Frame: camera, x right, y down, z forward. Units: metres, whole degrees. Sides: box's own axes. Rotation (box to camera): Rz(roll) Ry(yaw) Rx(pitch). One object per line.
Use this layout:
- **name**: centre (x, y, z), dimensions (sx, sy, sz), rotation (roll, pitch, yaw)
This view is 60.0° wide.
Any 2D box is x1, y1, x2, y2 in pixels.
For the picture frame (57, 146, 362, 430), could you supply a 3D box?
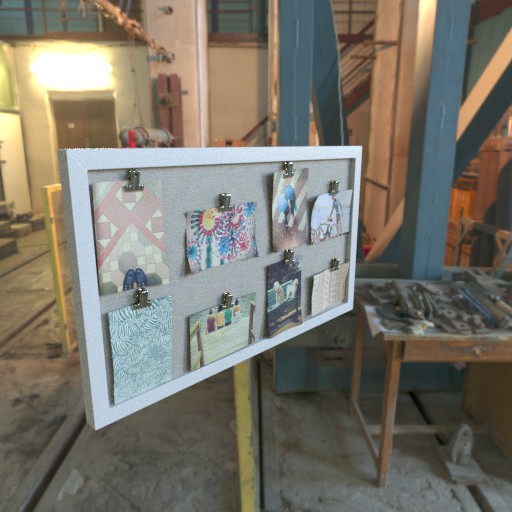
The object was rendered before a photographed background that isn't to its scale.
- **picture frame**: centre (0.000, 0.000, 0.793), dimensions (0.044, 0.379, 0.647), rotation (14, 20, 43)
